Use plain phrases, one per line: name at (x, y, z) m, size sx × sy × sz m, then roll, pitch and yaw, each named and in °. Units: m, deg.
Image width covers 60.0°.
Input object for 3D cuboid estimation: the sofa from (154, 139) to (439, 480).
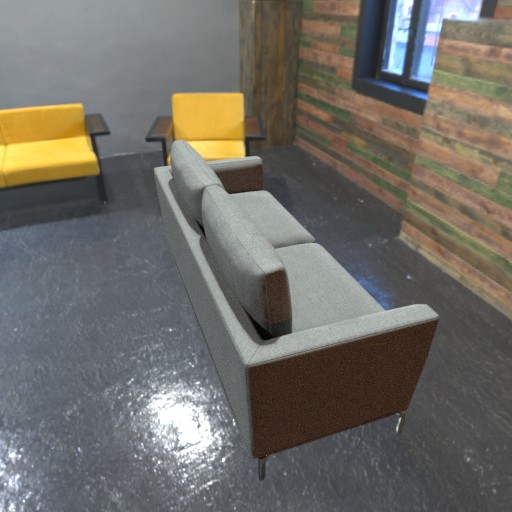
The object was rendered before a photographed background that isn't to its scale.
sofa at (0.000, 0.000, 2.702) m, size 0.869 × 1.002 × 2.212 m, roll -10°, pitch 32°, yaw -17°
